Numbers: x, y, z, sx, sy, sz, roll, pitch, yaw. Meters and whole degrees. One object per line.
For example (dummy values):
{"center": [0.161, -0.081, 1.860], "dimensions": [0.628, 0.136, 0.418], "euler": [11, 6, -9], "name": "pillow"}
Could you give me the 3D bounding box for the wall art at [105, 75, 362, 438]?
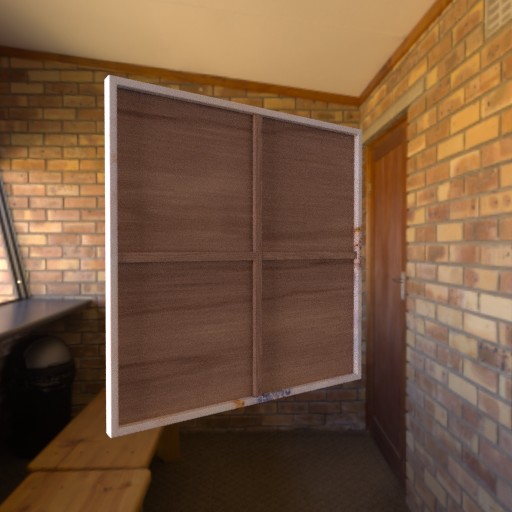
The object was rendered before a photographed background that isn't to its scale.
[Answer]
{"center": [0.000, 0.000, 1.347], "dimensions": [0.889, 0.889, 0.038], "euler": [-1, 1, -34], "name": "wall art"}
